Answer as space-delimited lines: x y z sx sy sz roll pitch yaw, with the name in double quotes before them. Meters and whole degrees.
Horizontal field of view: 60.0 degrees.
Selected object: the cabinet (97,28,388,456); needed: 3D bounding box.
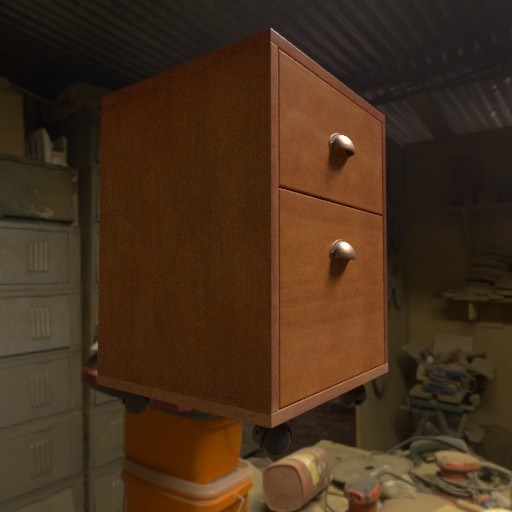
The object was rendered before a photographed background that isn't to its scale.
"cabinet" 0.000 0.000 0.841 0.401 0.579 0.409 -2 -3 37
